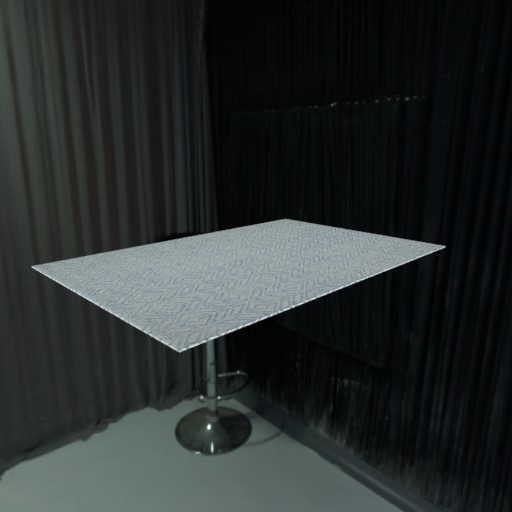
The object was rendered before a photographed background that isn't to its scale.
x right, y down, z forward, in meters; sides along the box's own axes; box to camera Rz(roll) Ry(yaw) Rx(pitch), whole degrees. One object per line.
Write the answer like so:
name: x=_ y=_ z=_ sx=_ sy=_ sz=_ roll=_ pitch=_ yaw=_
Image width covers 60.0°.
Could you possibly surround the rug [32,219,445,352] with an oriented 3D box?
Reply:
rug: x=0.000 y=0.000 z=2.325 sx=1.824 sy=0.008 sz=1.220 roll=-14 pitch=21 yaw=-43
